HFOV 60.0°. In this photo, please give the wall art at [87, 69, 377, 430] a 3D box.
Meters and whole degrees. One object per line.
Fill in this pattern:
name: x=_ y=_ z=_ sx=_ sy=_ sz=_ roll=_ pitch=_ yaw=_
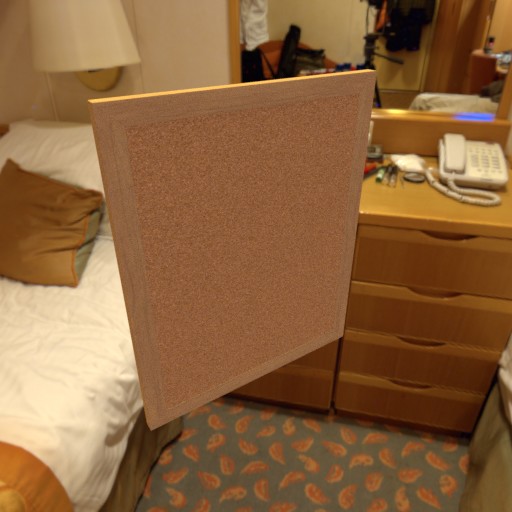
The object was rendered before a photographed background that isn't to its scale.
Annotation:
wall art: x=0.000 y=0.000 z=0.762 sx=0.460 sy=0.561 sz=0.020 roll=-18 pitch=35 yaw=-28
